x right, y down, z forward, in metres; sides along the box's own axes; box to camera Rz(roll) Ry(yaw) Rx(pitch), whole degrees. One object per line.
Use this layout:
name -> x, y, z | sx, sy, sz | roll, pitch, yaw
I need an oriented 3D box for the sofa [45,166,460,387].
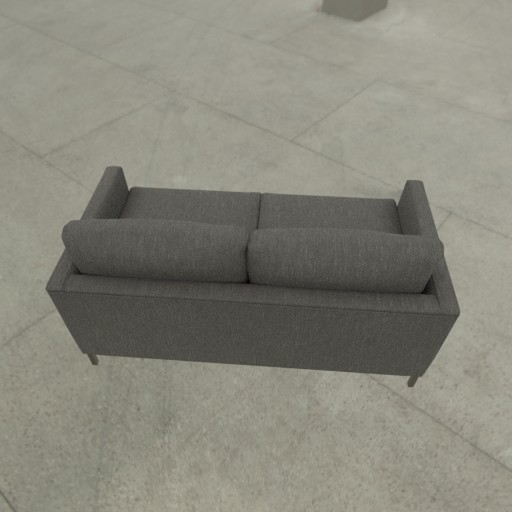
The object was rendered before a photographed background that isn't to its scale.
sofa -> 0.000, 0.000, 2.186 | 1.682, 0.840, 0.875 | 3, 47, 3
